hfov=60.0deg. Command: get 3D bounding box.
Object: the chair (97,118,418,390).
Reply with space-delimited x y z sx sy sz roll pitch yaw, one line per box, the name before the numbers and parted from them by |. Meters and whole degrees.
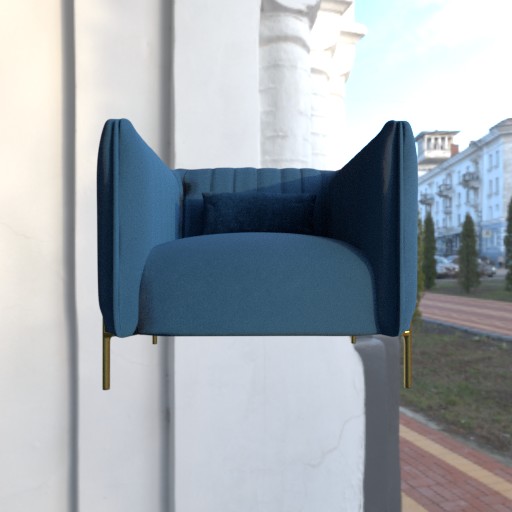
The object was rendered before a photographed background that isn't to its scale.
chair | 0.000 0.000 1.648 0.947 0.793 0.877 0 0 -1
